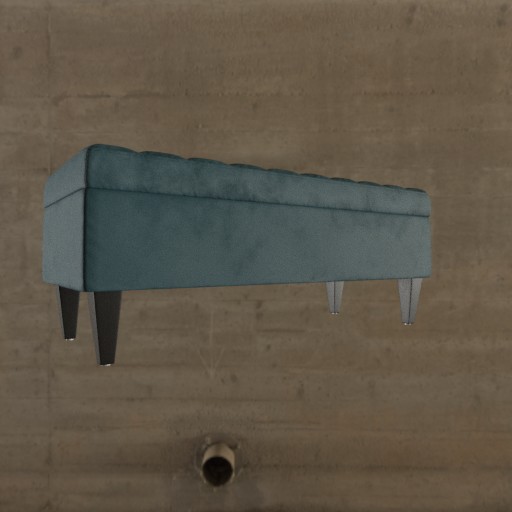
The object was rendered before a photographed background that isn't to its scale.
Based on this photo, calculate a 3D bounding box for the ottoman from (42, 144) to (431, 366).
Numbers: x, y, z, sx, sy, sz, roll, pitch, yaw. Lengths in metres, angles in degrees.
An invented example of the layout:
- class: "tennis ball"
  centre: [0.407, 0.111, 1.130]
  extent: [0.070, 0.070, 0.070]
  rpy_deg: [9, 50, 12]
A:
- class: "ottoman"
  centre: [0.000, 0.000, 1.383]
  extent: [1.151, 0.469, 0.482]
  rpy_deg: [0, 0, -34]
